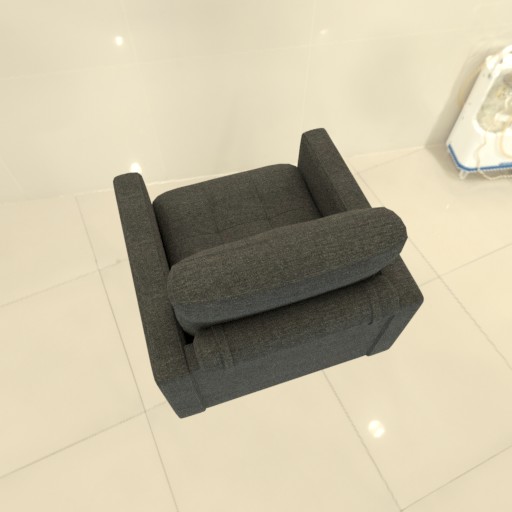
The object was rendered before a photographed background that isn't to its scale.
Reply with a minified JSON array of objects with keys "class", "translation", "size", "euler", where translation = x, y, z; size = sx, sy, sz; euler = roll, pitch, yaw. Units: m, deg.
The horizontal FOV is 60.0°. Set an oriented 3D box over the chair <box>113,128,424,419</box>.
[{"class":"chair","translation":[0.000,0.000,1.545],"size":[0.821,0.880,0.843],"euler":[-16,59,-10]}]
